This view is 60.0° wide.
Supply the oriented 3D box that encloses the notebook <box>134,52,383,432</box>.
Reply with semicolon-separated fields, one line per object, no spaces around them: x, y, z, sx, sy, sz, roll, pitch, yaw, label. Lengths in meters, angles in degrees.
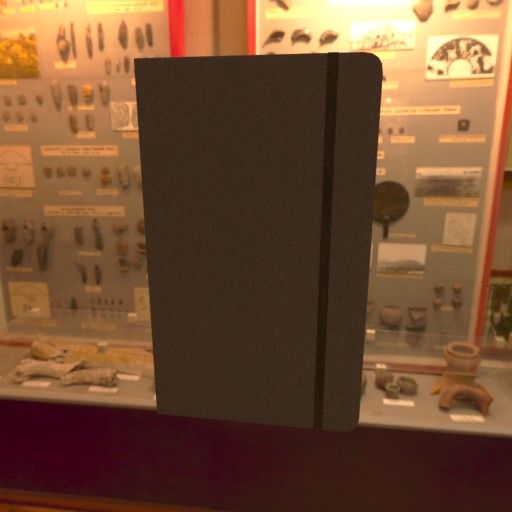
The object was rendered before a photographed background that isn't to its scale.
0.000;0.000;0.256;0.127;0.213;0.016;2;15;9;notebook
